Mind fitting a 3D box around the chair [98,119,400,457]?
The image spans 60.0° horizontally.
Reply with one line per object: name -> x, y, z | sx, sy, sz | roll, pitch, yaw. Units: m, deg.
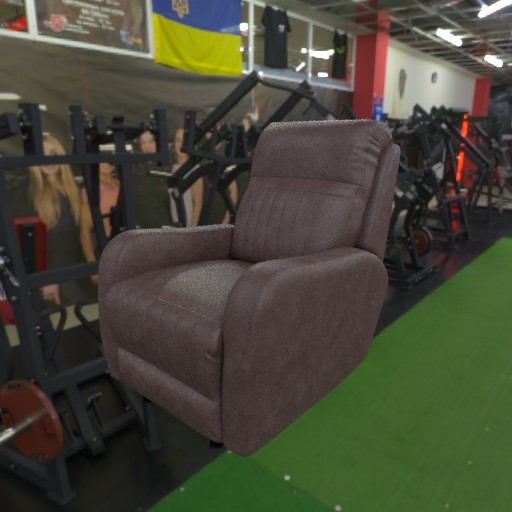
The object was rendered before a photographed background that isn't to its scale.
chair -> 0.000, 0.000, 1.795 | 0.865, 1.067, 1.067 | 14, 20, 40
